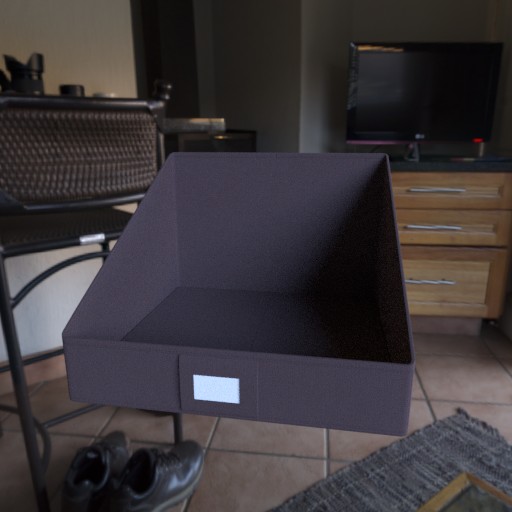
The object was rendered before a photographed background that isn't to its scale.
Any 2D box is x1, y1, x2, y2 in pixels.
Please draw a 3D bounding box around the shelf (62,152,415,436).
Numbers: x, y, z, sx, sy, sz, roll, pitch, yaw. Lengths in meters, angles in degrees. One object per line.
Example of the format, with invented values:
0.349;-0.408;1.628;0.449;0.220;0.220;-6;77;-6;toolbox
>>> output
0.000;0.000;0.479;0.292;0.210;0.292;3;15;10;shelf
